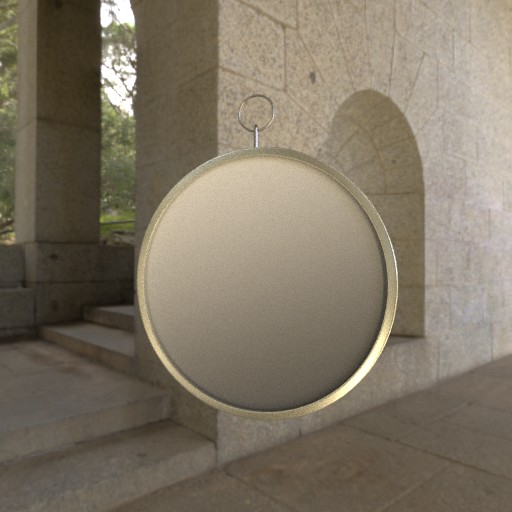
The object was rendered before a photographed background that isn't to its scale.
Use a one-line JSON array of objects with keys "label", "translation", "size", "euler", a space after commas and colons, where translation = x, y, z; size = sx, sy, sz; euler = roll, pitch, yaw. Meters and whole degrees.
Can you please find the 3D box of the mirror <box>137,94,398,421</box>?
[{"label": "mirror", "translation": [0.000, 0.000, 0.975], "size": [0.594, 0.713, 0.020], "euler": [0, -1, 18]}]
